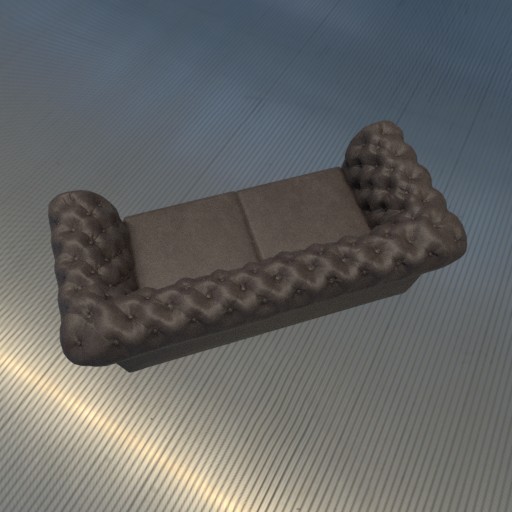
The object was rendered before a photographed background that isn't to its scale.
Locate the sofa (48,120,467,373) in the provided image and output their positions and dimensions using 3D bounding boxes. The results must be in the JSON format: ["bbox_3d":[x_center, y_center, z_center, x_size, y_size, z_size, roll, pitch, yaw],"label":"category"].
[{"bbox_3d":[0.000,0.000,2.522,2.048,0.779,0.944,-15,61,-9],"label":"sofa"}]
